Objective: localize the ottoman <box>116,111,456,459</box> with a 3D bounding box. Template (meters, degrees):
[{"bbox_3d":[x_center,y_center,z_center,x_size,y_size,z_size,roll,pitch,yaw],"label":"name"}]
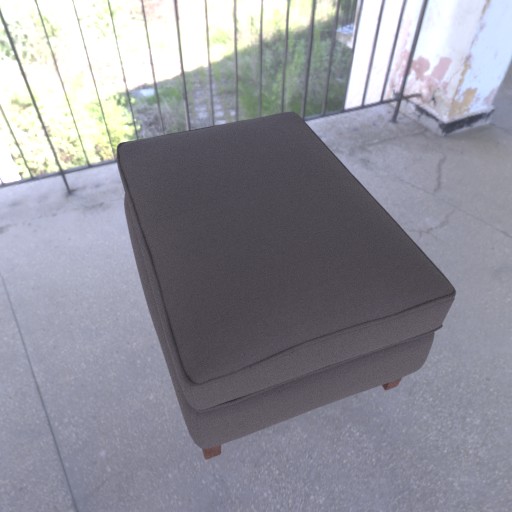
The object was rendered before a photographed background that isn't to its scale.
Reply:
[{"bbox_3d":[0.000,0.000,0.987,0.508,0.406,0.686,-15,48,-14],"label":"ottoman"}]
